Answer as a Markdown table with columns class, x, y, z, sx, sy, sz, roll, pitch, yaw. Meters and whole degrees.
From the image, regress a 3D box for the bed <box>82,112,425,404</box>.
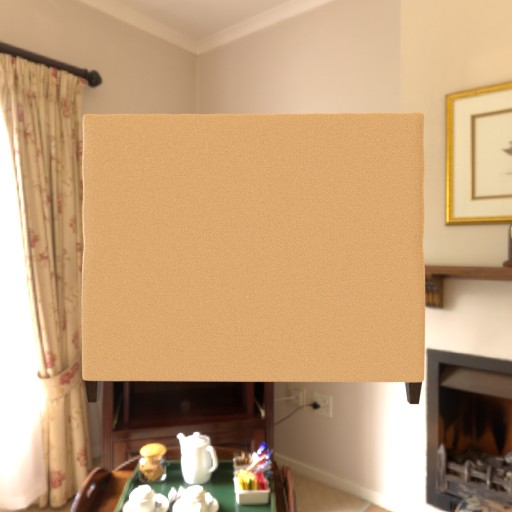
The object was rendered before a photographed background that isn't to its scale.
| class | x | y | z | sx | sy | sz | roll | pitch | yaw |
| --- | --- | --- | --- | --- | --- | --- | --- | --- | --- |
| bed | 0.000 | 0.000 | 3.259 | 1.696 | 1.426 | 2.233 | 0 | 1 | 1 |
